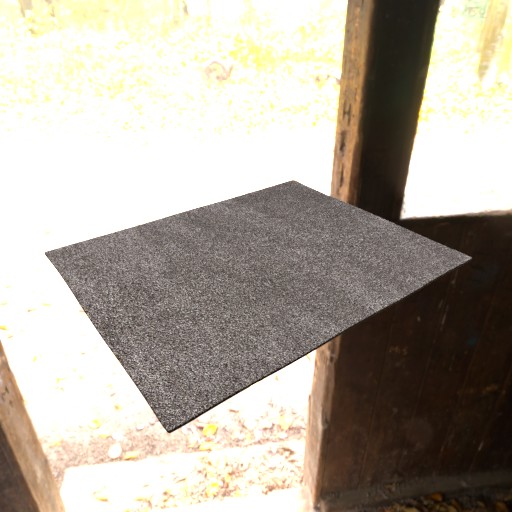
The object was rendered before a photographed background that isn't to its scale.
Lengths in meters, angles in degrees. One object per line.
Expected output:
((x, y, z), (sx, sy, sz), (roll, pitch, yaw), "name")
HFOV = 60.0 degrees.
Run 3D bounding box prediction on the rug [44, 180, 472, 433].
((0.000, 0.000, 3.968), (3.000, 0.025, 2.401), (-21, 37, -31), "rug")
